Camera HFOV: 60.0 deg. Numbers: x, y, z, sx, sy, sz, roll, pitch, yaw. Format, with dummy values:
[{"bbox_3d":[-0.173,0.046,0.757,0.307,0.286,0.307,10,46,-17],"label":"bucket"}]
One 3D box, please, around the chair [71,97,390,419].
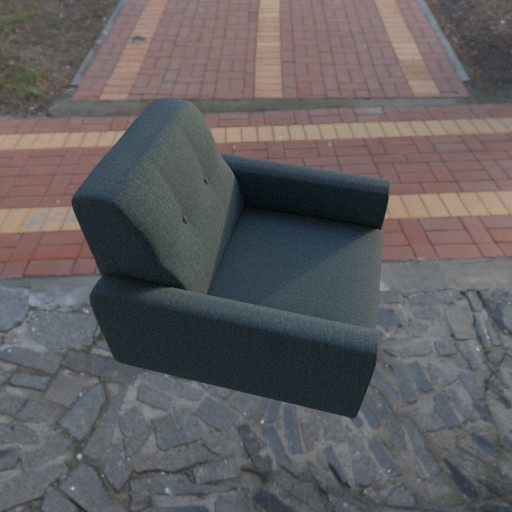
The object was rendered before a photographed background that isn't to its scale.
[{"bbox_3d":[0.000,0.000,1.723,0.964,0.940,0.880,10,48,10],"label":"chair"}]
